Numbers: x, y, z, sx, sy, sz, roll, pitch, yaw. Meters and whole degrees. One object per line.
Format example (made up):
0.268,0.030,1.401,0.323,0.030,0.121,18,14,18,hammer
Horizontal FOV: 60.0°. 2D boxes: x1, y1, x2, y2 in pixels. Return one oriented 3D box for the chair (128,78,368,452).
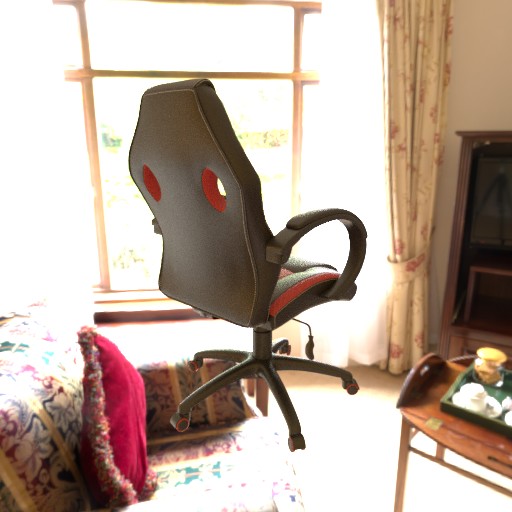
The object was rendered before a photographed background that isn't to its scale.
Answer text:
0.000,0.000,1.695,0.750,1.189,0.783,14,20,43,chair
